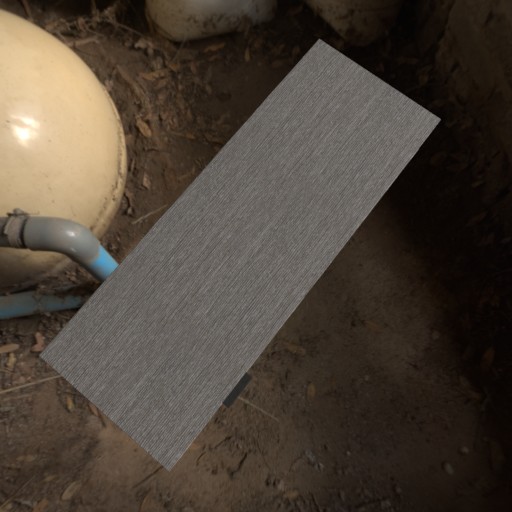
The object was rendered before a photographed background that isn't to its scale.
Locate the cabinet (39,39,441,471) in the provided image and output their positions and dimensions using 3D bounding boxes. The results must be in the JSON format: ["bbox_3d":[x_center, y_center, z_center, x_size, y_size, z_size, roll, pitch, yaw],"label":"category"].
[{"bbox_3d":[0.000,0.000,1.597,0.500,0.599,1.300,38,79,8],"label":"cabinet"}]
